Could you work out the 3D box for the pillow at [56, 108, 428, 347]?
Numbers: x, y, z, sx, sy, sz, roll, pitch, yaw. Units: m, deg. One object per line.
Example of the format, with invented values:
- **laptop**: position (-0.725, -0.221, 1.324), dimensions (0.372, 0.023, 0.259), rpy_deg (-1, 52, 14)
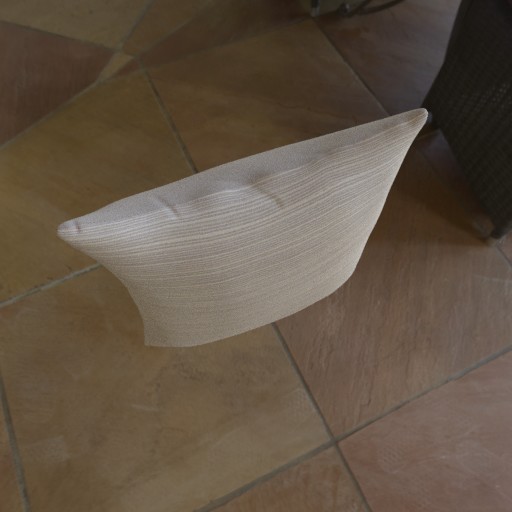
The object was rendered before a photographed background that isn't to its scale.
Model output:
- **pillow**: position (0.000, 0.000, 0.779), dimensions (0.512, 0.497, 0.204), rpy_deg (-20, 65, -10)
